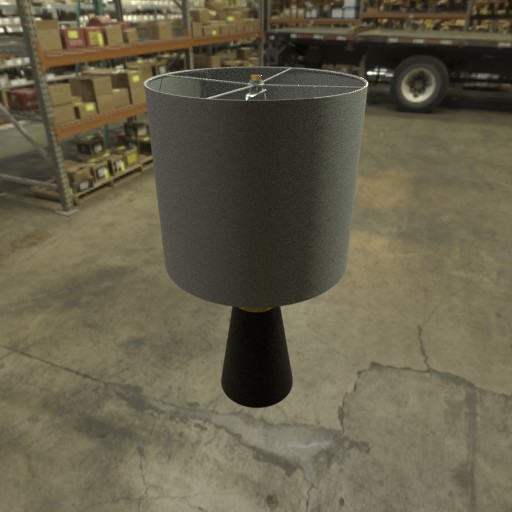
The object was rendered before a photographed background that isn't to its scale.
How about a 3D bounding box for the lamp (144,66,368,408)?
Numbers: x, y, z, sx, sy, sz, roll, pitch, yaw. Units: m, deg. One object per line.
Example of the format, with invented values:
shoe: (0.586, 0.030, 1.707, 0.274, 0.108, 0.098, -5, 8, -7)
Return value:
lamp: (0.000, 0.000, 0.762, 0.308, 0.580, 0.308, 12, 32, 20)
